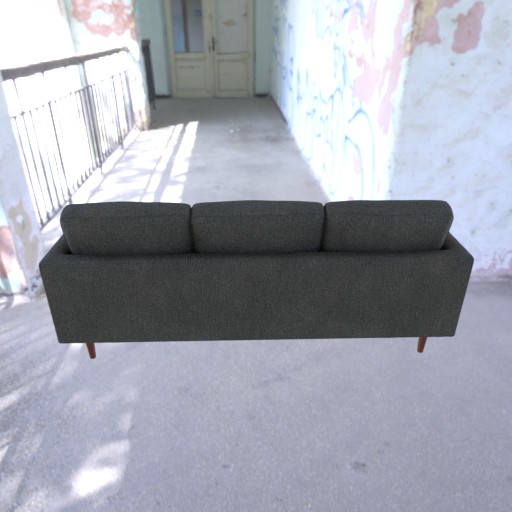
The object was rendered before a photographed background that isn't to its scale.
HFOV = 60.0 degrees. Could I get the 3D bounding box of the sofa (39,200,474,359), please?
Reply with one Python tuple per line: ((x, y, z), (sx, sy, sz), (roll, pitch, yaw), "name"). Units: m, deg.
((0.000, 0.000, 2.726), (2.246, 0.930, 0.903), (-1, 28, -1), "sofa")
